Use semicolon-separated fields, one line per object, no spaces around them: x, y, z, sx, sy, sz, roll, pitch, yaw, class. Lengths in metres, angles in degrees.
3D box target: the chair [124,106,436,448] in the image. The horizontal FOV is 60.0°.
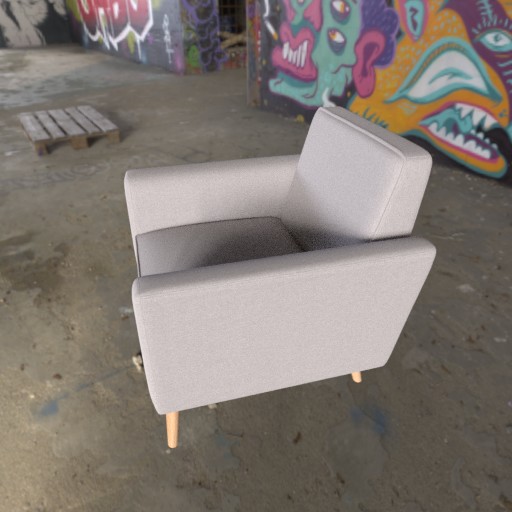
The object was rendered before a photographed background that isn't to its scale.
0.000;0.000;1.404;0.750;0.780;0.780;-8;32;-13;chair
